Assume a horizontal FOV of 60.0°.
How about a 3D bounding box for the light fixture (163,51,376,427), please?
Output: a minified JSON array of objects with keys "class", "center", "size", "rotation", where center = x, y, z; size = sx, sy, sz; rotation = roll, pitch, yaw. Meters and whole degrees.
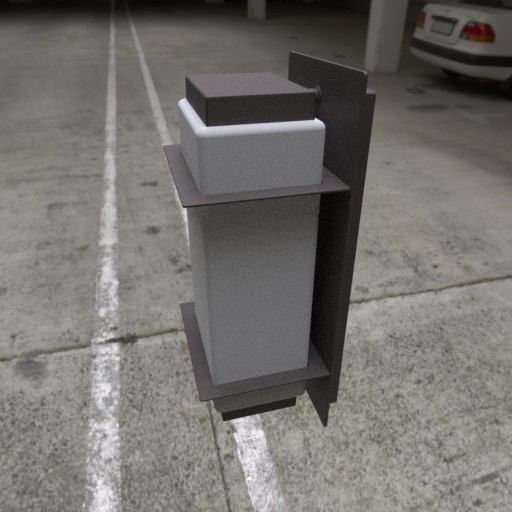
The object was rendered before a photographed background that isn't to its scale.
[{"class":"light fixture","center":[0.000,0.000,0.429],"size":[0.146,0.347,0.153],"rotation":[-8,31,-13]}]
